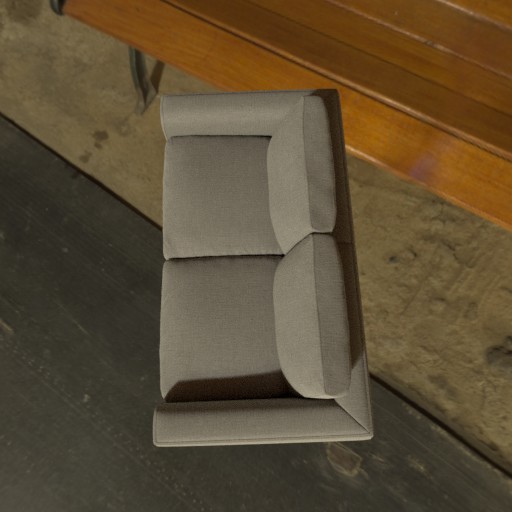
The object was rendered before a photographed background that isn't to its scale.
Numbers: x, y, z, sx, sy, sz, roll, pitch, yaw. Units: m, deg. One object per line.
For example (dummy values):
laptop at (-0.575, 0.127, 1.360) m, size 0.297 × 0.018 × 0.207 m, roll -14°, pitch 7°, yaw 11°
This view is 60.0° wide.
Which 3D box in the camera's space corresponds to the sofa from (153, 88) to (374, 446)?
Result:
sofa at (0.000, 0.000, 2.453) m, size 1.069 × 0.800 × 1.920 m, roll -2°, pitch 74°, yaw -1°
